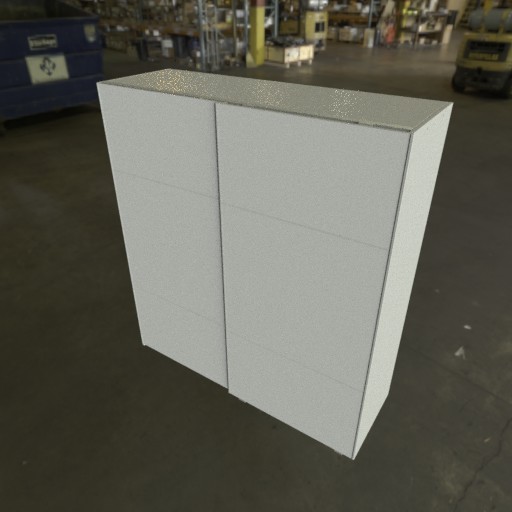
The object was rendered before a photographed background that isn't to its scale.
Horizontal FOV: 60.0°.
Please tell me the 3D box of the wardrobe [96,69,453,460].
[{"bbox_3d":[0.000,0.000,2.758,1.780,1.960,0.629,19,36,28],"label":"wardrobe"}]
